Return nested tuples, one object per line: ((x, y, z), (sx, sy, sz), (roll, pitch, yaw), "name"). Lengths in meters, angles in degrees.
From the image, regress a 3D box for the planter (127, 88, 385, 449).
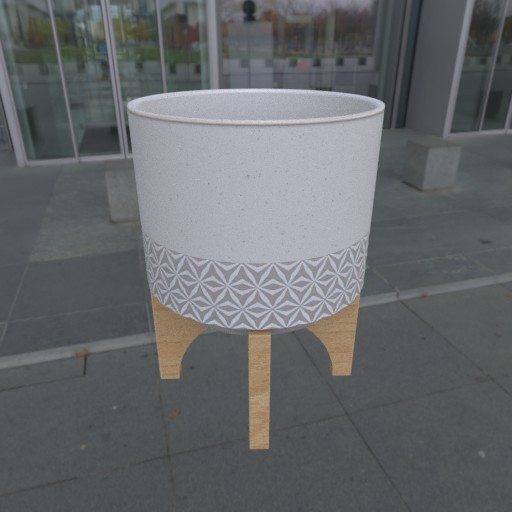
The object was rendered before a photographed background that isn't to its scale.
((0.000, 0.000, 0.390), (0.188, 0.260, 0.188), (0, 26, 0), "planter")
